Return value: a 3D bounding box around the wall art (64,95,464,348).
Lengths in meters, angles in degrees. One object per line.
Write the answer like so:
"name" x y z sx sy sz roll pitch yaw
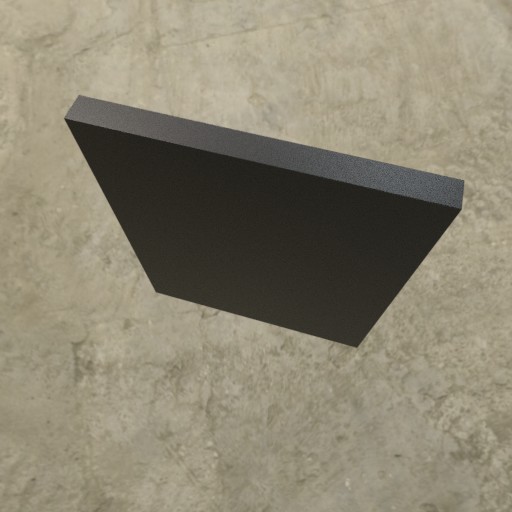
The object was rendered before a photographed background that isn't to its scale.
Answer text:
"wall art" 0.000 0.000 0.524 0.325 0.380 0.028 14 64 7
